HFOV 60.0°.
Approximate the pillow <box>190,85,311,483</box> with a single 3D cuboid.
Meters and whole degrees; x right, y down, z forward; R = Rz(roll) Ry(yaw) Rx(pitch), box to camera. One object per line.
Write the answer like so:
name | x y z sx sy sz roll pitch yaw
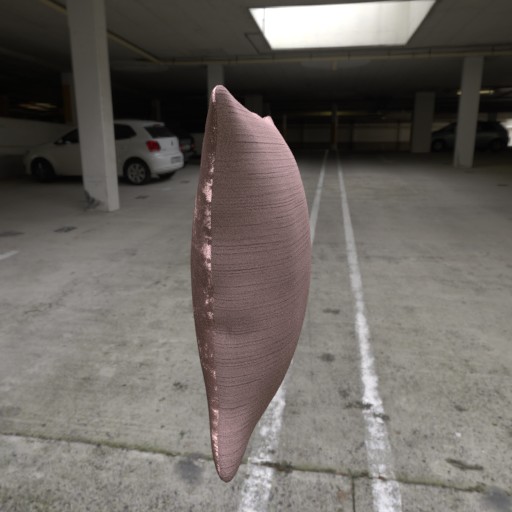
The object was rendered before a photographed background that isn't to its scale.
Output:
pillow | 0.000 0.000 0.712 0.175 0.464 0.470 2 13 9
